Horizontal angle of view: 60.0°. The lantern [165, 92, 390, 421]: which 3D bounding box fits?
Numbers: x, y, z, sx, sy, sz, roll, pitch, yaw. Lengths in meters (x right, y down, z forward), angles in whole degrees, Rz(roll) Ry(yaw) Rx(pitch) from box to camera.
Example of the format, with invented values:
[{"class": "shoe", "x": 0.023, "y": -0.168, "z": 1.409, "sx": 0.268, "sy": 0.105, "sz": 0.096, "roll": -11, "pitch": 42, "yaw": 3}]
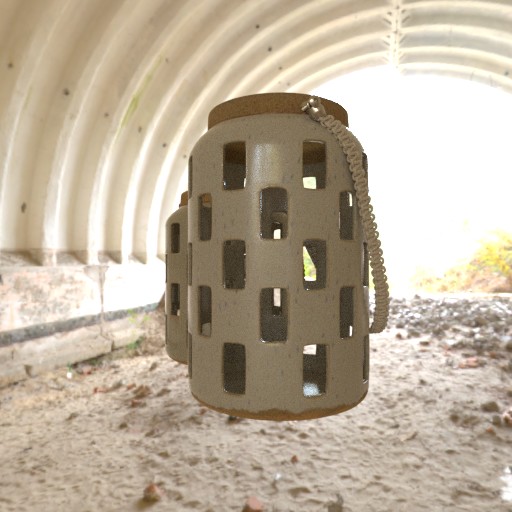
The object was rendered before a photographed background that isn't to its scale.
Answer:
[{"class": "lantern", "x": 0.000, "y": 0.000, "z": 0.499, "sx": 0.184, "sy": 0.255, "sz": 0.347, "roll": 0, "pitch": -1, "yaw": -18}]
